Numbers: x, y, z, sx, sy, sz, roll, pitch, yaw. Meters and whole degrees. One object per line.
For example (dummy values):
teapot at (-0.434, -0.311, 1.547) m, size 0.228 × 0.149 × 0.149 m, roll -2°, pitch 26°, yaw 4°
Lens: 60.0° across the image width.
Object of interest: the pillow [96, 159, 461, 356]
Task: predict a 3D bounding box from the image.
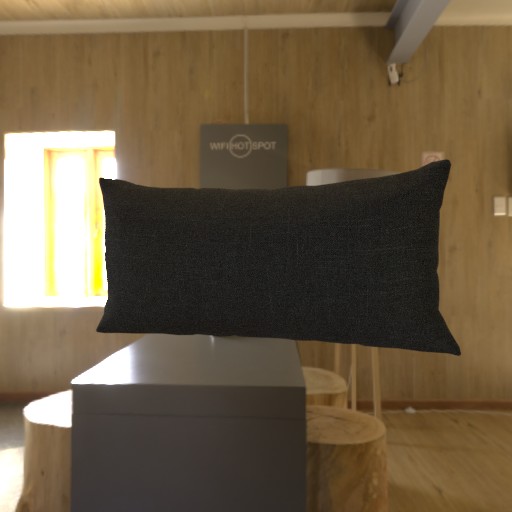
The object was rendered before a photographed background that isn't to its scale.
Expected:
pillow at (0.000, 0.000, 0.743) m, size 0.631 × 0.292 × 0.148 m, roll 0°, pitch 1°, yaw 17°
